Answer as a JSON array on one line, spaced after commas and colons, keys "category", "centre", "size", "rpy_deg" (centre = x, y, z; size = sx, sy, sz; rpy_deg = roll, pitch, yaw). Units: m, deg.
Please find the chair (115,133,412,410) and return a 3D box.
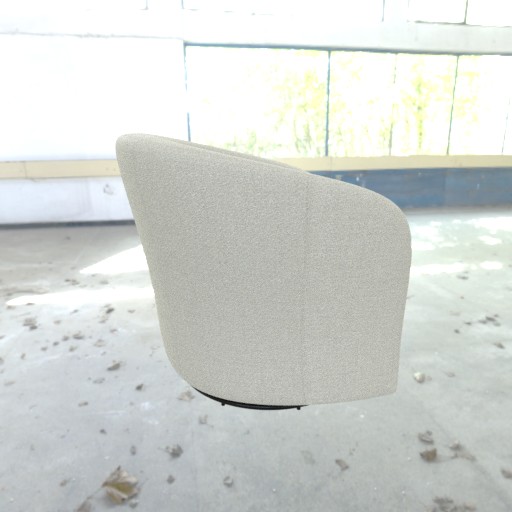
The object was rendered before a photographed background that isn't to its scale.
[{"category": "chair", "centre": [0.000, 0.000, 1.441], "size": [0.815, 0.771, 0.791], "rpy_deg": [-3, 16, -9]}]
